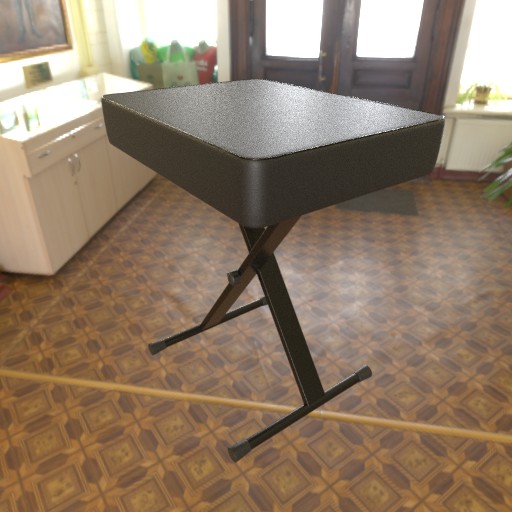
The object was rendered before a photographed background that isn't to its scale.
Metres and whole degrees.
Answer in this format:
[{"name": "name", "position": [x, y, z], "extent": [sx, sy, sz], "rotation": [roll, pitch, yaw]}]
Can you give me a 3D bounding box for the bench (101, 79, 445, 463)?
[{"name": "bench", "position": [0.000, 0.000, 0.761], "extent": [0.321, 0.500, 0.424], "rotation": [-20, 35, -31]}]
